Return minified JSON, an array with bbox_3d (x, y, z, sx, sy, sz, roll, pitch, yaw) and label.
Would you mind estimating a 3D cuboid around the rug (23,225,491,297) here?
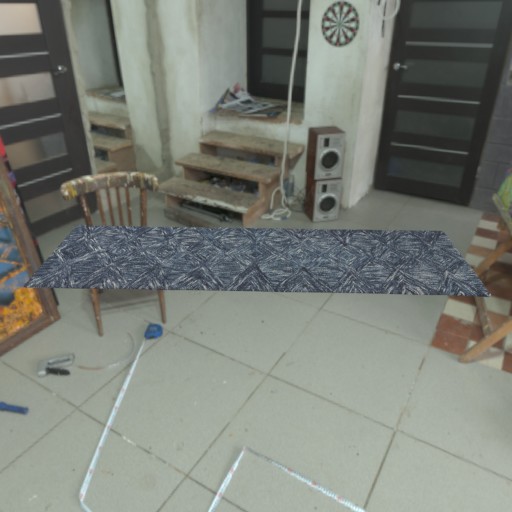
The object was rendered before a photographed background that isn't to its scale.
[{"bbox_3d":[0.000,0.000,2.477,2.306,0.013,0.719,1,30,2],"label":"rug"}]
